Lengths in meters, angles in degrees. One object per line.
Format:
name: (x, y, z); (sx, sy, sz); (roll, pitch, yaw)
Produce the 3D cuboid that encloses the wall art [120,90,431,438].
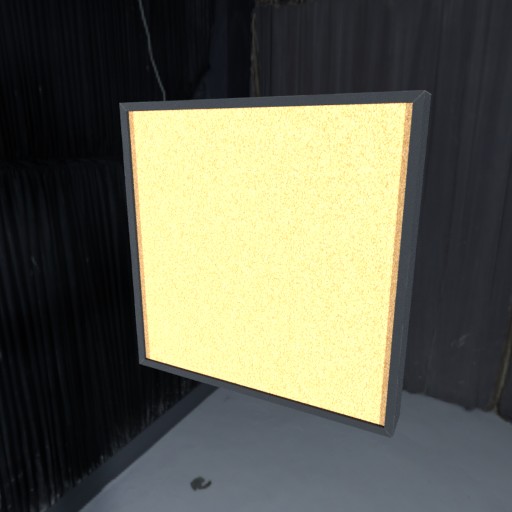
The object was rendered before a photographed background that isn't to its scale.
wall art: (0.000, 0.000, 0.456); (0.305, 0.305, 0.037); (8, 17, 26)
